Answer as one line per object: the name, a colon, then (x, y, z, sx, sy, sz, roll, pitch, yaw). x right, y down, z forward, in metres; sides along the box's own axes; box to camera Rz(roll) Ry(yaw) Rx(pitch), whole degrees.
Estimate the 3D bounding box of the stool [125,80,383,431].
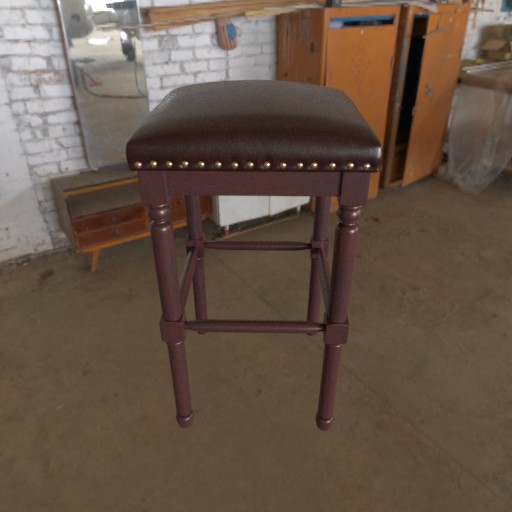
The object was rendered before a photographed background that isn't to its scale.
stool: (0.000, 0.000, 0.962, 0.383, 0.702, 0.382, 1, 31, 1)
